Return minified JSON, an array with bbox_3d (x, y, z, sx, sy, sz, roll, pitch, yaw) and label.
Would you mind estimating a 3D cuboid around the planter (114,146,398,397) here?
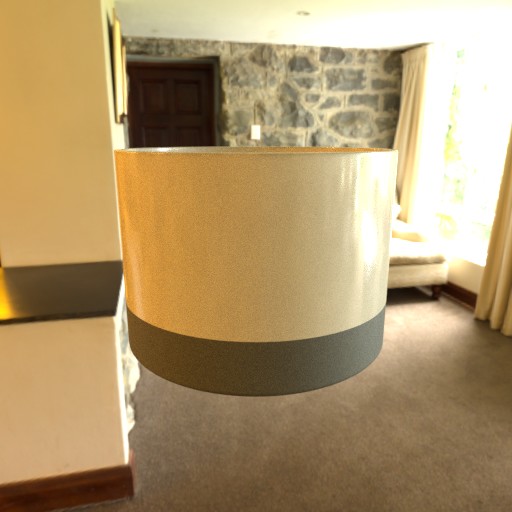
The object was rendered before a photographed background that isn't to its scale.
[{"bbox_3d":[0.000,0.000,0.223,0.128,0.105,0.128,0,15,0],"label":"planter"}]
